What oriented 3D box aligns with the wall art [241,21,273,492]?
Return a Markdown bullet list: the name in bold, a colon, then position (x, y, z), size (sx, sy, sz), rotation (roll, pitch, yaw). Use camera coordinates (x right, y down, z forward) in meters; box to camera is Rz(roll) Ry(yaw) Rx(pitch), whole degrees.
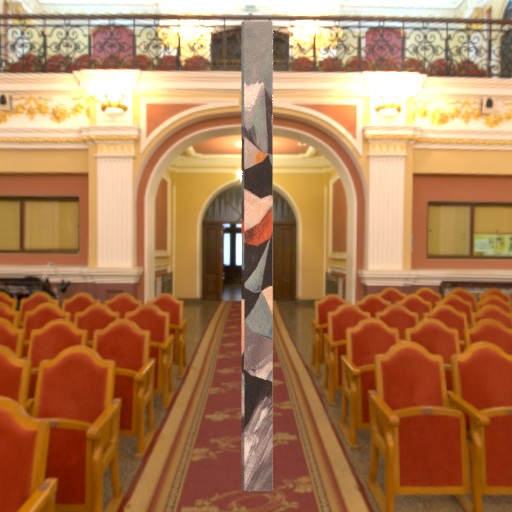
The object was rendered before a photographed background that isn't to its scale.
- **wall art**: position (0.000, 0.000, 1.159), size (0.061, 0.911, 0.609), rotation (0, 1, 0)
